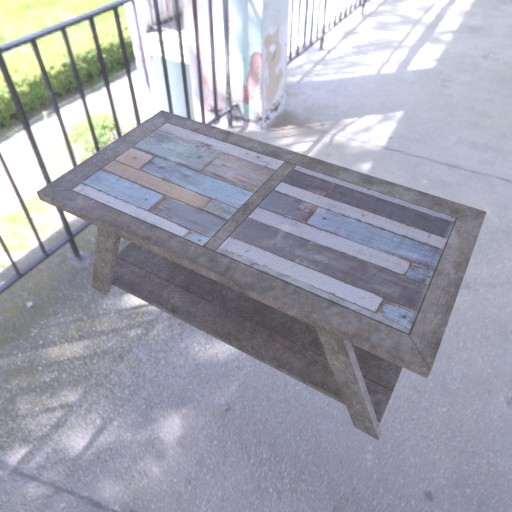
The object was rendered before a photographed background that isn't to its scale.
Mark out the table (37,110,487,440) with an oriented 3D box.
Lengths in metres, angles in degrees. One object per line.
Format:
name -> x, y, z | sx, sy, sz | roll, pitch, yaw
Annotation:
table -> 0.000, 0.000, 1.506 | 1.219, 0.470, 0.610 | 23, 50, 21
